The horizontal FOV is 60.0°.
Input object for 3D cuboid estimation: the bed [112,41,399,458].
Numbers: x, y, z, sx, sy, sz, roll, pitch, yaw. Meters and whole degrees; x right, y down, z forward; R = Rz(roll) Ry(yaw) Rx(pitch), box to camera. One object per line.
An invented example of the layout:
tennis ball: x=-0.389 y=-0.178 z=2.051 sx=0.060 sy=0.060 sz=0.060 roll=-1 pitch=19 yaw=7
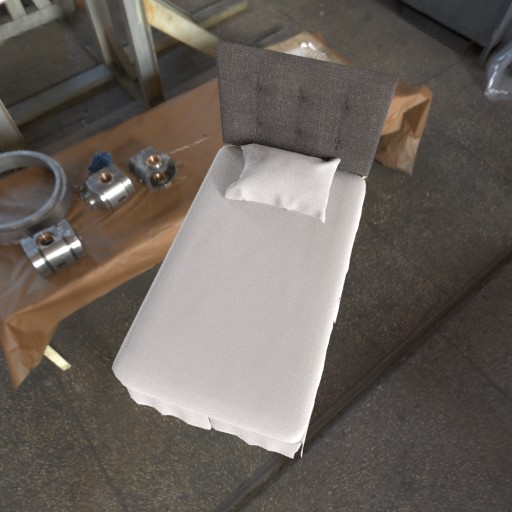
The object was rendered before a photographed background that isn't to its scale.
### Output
bed: x=0.000 y=0.000 z=2.869 sx=1.261 sy=1.571 sz=1.997 roll=15 pitch=60 yaw=9
